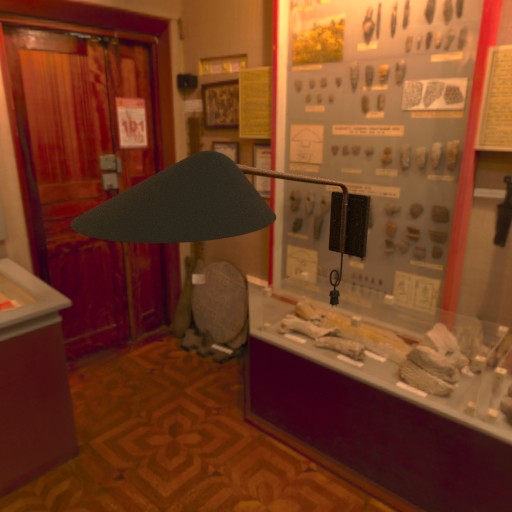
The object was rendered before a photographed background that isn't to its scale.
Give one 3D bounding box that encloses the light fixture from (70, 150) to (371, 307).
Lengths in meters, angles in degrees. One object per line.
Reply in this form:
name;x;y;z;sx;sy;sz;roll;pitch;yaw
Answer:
light fixture;0.000;0.000;0.655;0.240;0.312;0.516;16;23;41
